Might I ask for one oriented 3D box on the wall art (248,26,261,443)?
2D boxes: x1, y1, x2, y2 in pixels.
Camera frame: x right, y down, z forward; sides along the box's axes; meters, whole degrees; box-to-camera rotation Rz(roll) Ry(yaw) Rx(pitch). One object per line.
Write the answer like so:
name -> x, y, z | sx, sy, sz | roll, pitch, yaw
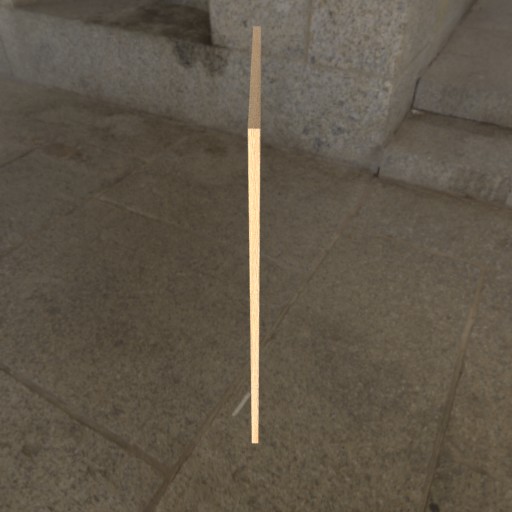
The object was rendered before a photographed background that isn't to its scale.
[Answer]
wall art -> 0.000, 0.000, 0.821 | 0.013, 0.683, 0.381 | 0, 42, 0
